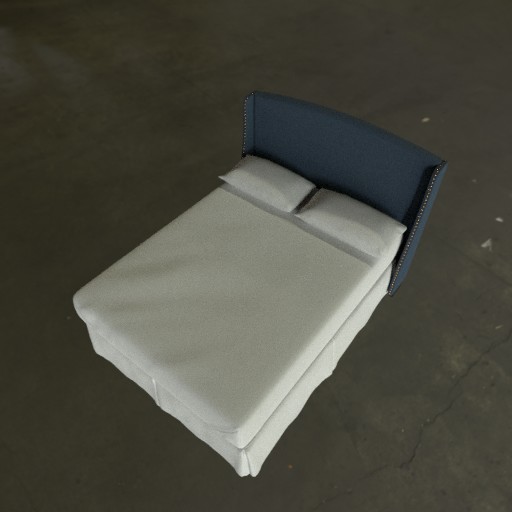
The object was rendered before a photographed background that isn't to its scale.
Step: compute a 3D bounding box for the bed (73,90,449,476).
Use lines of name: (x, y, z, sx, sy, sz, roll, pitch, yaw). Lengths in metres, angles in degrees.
bed: (0.000, 0.000, 3.311, 1.710, 1.407, 2.237, 30, 53, 25)
